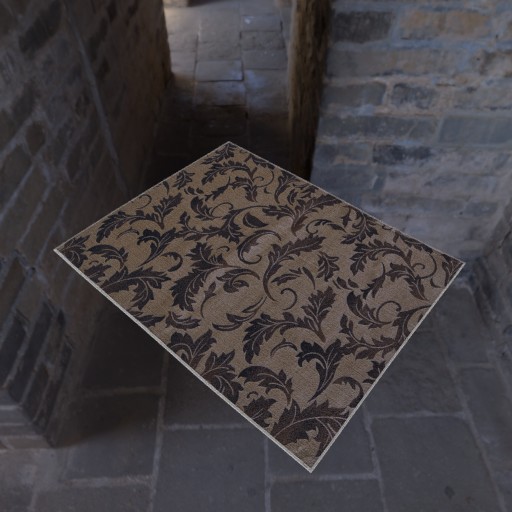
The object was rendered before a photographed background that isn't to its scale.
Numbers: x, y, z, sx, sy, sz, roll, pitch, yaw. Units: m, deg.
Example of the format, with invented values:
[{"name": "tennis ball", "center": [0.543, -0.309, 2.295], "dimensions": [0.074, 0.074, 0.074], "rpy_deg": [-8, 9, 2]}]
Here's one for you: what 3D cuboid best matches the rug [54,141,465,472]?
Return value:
[{"name": "rug", "center": [0.000, 0.000, 4.074], "dimensions": [2.977, 0.008, 2.380], "rpy_deg": [33, 56, 26]}]
